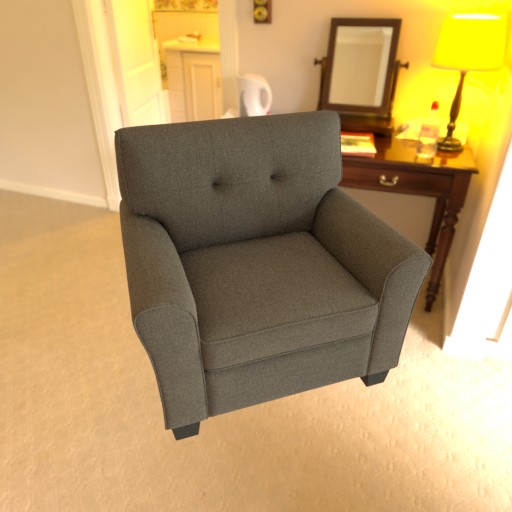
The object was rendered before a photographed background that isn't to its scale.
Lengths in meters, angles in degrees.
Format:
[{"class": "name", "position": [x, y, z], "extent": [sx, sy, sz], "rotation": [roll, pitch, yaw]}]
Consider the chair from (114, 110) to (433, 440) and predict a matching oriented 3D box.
[{"class": "chair", "position": [0.000, 0.000, 1.653], "extent": [0.941, 0.890, 0.816], "rotation": [-10, 33, -16]}]
